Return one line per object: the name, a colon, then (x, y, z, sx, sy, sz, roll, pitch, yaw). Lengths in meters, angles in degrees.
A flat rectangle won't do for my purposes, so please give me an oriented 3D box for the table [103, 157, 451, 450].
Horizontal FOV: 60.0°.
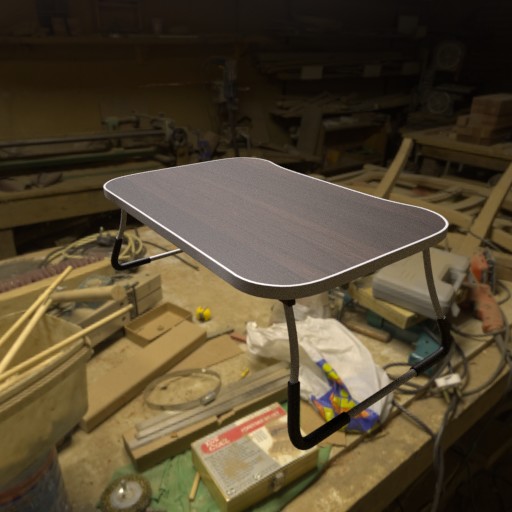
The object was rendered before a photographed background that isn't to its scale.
table: (0.000, 0.000, 0.860, 0.400, 0.232, 0.660, -18, 31, -33)
